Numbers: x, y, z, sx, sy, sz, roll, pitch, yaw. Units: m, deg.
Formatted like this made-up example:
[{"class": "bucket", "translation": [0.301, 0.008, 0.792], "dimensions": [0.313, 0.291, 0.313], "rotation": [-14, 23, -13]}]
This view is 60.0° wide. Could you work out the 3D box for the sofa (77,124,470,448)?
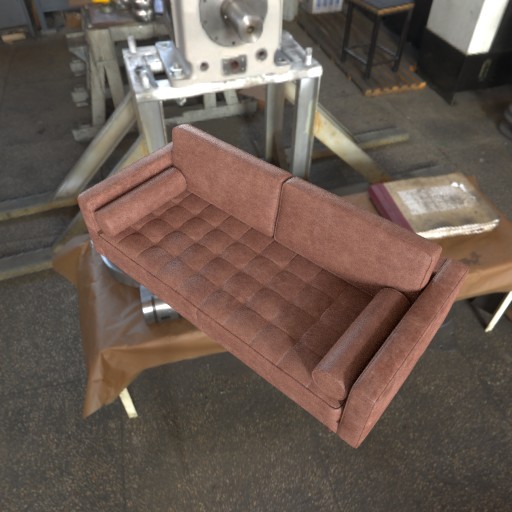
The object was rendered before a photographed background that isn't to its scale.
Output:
[{"class": "sofa", "translation": [0.000, 0.000, 2.356], "dimensions": [1.870, 0.760, 0.910], "rotation": [31, 54, 27]}]
